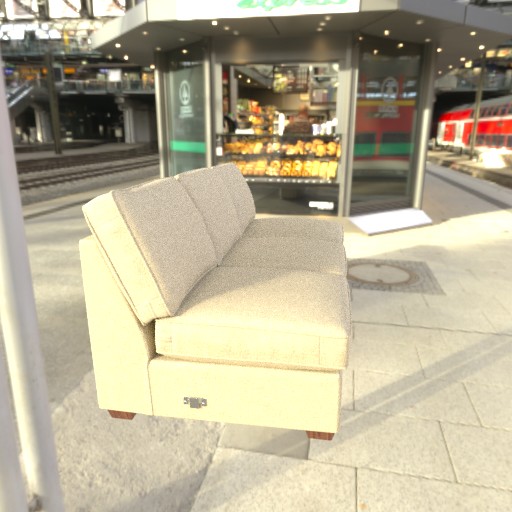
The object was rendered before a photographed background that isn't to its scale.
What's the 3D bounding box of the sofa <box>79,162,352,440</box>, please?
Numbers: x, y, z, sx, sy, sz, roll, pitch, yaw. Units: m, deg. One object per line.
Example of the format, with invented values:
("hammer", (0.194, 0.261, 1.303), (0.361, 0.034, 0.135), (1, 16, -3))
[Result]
("sofa", (0.000, 0.000, 2.529), (1.027, 0.973, 1.962), (3, 16, 9))
